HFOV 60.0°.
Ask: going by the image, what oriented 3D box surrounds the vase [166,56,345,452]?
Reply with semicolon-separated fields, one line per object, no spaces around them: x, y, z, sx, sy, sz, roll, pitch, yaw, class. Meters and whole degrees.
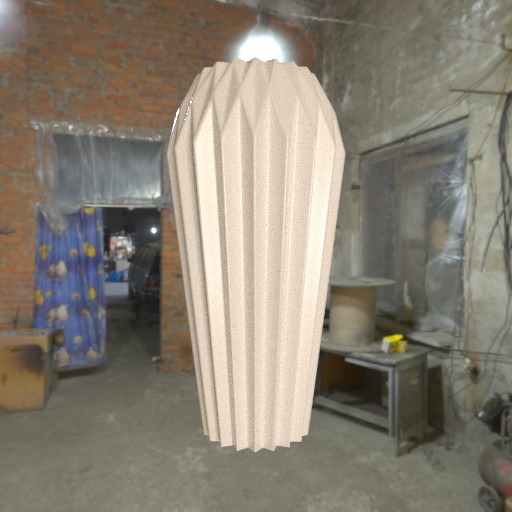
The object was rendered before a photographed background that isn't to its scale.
0.000;0.000;0.336;0.133;0.263;0.133;0;2;0;vase
